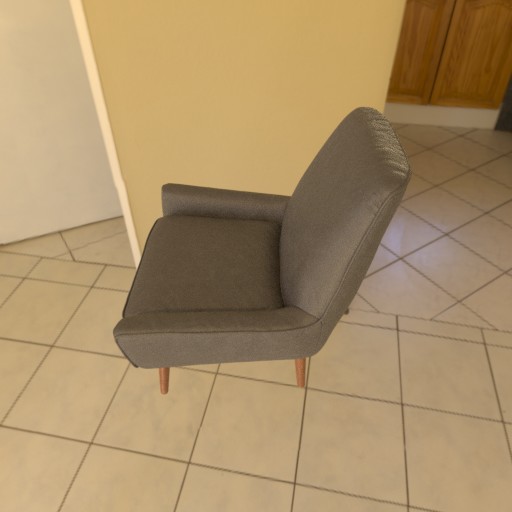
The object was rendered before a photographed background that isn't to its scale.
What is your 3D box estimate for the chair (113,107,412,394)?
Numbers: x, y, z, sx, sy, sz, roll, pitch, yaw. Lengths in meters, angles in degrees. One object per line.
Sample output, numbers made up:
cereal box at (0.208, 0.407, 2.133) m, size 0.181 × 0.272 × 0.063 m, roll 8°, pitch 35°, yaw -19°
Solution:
chair at (0.000, 0.000, 1.529) m, size 0.822 × 0.888 × 0.787 m, roll 1°, pitch 41°, yaw 1°
